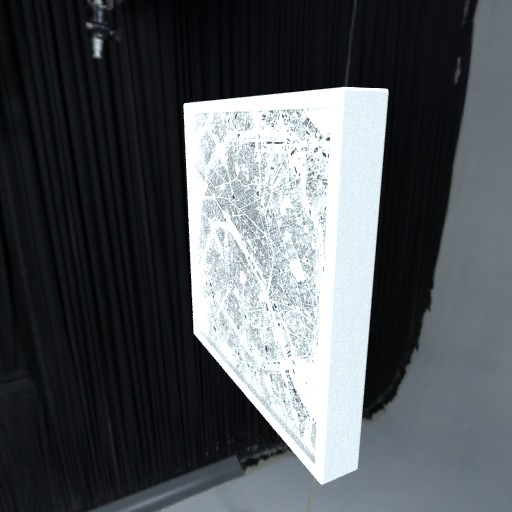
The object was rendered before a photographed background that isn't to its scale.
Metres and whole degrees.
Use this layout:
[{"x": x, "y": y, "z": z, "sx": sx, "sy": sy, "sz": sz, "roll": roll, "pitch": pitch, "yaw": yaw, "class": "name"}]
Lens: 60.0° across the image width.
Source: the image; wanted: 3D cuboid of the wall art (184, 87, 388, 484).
[{"x": 0.000, "y": 0.000, "z": 0.454, "sx": 0.038, "sy": 0.305, "sz": 0.305, "roll": -9, "pitch": 19, "yaw": -26, "class": "wall art"}]
